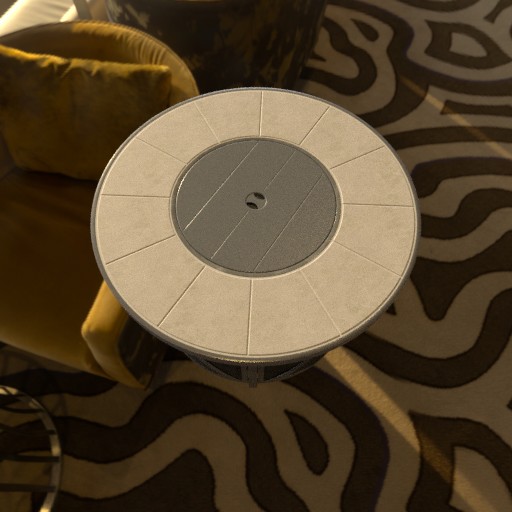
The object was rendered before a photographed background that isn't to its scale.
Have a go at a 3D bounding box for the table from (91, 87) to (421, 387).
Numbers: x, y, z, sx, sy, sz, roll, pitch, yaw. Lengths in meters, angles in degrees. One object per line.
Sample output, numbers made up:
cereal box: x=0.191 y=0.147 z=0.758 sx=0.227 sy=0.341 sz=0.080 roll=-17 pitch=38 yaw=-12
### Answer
table: x=0.000 y=0.000 z=1.531 sx=0.914 sy=0.650 sz=0.914 roll=0 pitch=62 yaw=0
